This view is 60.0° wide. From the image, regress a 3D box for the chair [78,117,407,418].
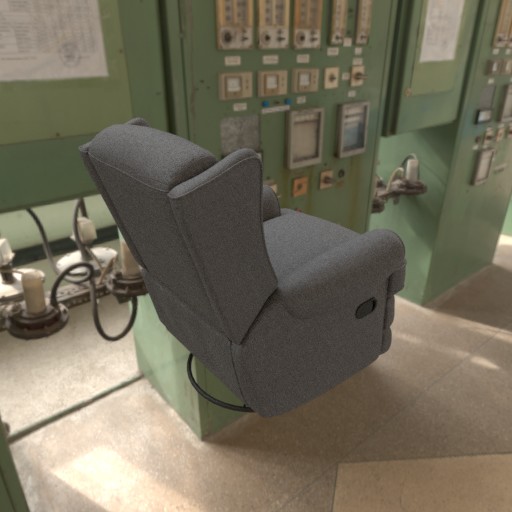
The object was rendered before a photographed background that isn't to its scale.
[{"bbox_3d":[0.000,0.000,1.668,0.969,1.011,0.847,-19,32,-34],"label":"chair"}]
